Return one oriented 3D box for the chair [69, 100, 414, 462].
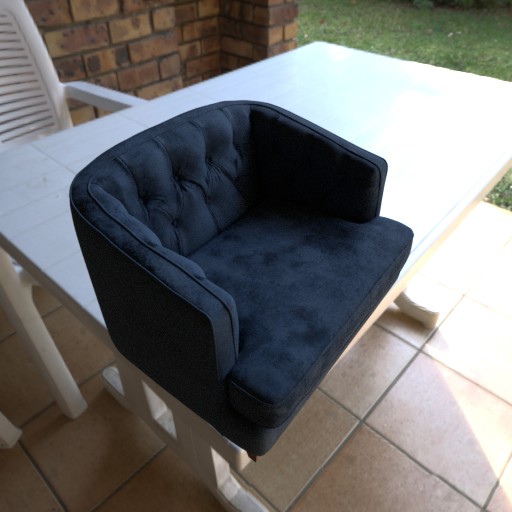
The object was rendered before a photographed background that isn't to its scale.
[{"bbox_3d":[0.000,0.000,1.738,0.940,0.852,1.094,26,47,27],"label":"chair"}]
